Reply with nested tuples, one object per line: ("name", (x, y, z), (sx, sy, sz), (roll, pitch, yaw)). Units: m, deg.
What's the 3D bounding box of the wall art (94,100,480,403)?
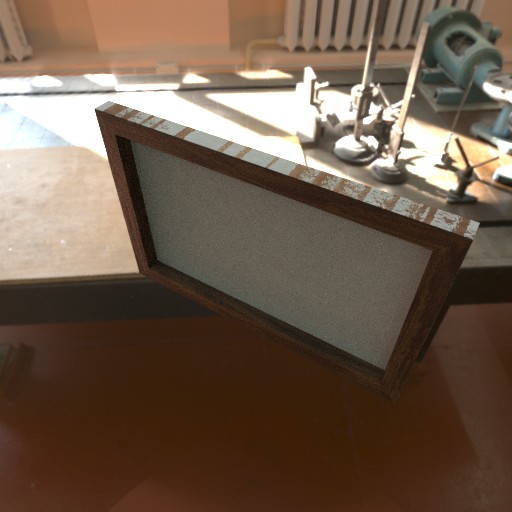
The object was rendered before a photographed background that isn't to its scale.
("wall art", (0.000, 0.000, 0.777), (0.609, 0.405, 0.035), (23, 50, 21))
